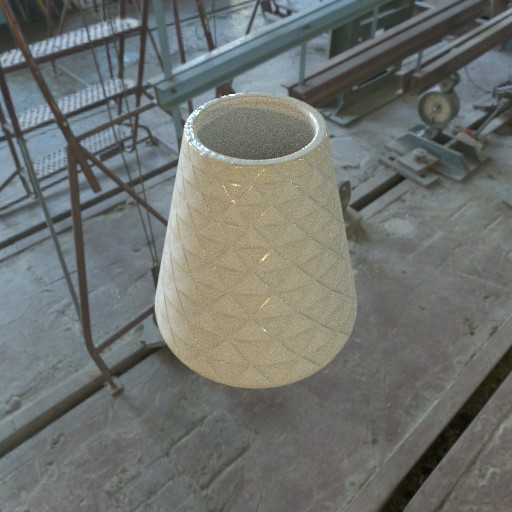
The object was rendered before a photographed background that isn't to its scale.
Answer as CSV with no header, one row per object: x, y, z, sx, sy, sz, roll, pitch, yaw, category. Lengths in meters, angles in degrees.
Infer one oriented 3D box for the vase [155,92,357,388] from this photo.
0.000,0.000,0.354,0.175,0.230,0.175,0,46,0,vase
